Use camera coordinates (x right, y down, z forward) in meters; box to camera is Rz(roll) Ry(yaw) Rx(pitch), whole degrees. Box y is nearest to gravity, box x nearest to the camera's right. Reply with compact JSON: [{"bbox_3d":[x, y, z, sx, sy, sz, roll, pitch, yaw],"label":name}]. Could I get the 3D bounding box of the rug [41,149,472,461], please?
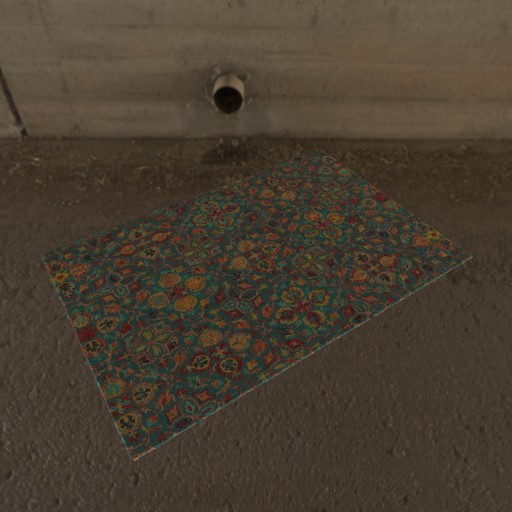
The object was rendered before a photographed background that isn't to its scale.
[{"bbox_3d":[0.000,0.000,2.818,2.290,0.016,1.527,-25,50,-23],"label":"rug"}]
